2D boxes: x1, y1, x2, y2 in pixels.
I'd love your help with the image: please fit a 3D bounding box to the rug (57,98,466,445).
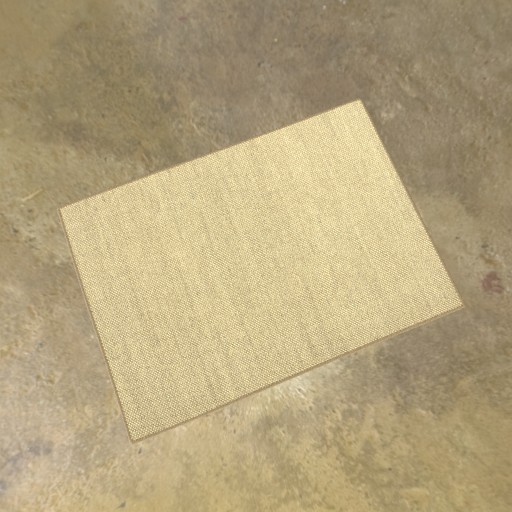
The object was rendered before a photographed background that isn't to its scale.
[{"bbox_3d":[0.000,0.000,2.726,2.115,0.013,1.517,-21,78,-5],"label":"rug"}]
